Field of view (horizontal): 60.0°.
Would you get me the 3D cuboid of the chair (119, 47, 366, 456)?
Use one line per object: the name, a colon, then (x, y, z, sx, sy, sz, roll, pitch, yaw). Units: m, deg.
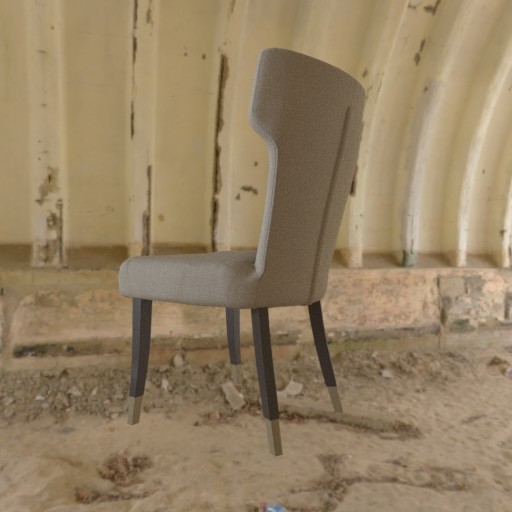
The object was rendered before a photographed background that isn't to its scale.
chair: (0.000, 0.000, 1.317, 0.630, 0.955, 0.526, 0, -1, 35)
